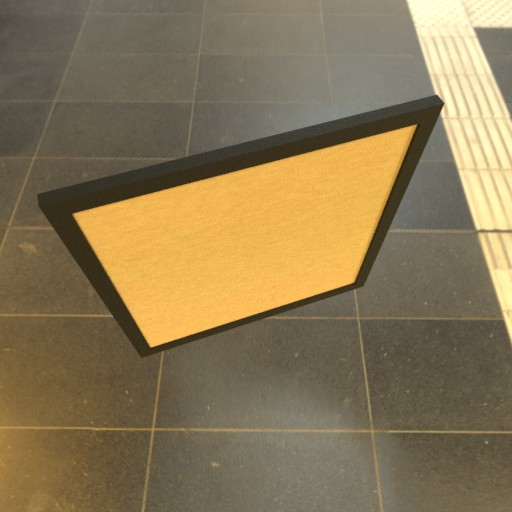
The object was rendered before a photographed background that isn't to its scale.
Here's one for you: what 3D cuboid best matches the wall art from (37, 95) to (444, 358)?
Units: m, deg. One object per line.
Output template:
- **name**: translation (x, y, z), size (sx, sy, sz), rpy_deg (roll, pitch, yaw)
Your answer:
- **wall art**: translation (0.000, 0.000, 0.523), size (0.356, 0.356, 0.013), rpy_deg (-16, 60, -10)
